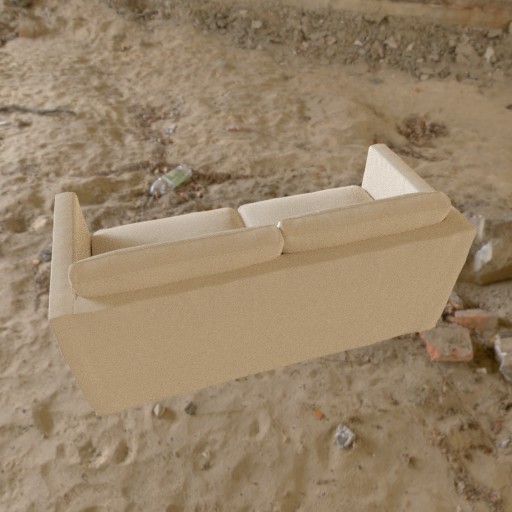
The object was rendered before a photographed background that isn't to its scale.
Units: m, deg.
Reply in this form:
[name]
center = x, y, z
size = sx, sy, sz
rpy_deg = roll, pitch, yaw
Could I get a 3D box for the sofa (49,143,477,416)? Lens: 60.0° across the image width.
[sofa]
center = 0.000, 0.000, 2.432
size = 1.987, 0.870, 0.940
rpy_deg = -11, 43, -13
